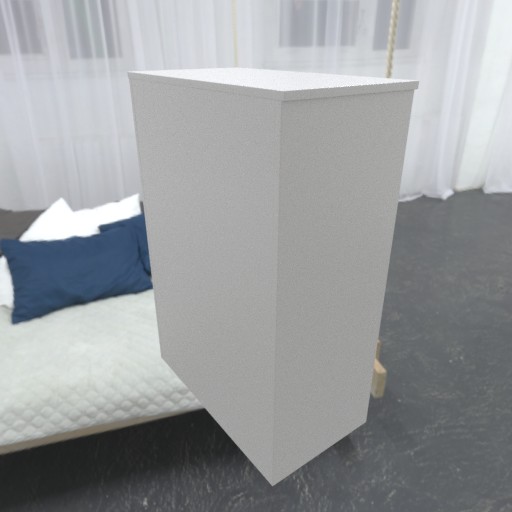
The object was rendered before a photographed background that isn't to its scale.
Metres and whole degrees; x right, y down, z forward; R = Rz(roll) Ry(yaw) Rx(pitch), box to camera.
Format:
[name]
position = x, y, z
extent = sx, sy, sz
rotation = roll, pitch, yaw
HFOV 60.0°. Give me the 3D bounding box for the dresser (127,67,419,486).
[dresser]
position = 0.000, 0.000, 1.350
extent = 0.401, 1.021, 0.704
rotation = -18, 31, -33
